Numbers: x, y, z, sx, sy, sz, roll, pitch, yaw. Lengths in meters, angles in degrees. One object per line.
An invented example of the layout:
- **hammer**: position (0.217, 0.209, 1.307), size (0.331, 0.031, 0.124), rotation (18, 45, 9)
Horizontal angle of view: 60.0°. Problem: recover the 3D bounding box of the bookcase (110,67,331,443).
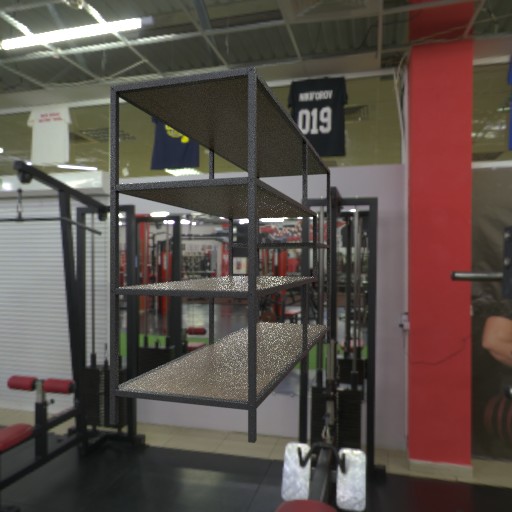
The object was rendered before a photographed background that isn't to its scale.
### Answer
- **bookcase**: position (0.000, 0.000, 1.512), size (0.350, 0.780, 1.140), rotation (0, 0, 17)
